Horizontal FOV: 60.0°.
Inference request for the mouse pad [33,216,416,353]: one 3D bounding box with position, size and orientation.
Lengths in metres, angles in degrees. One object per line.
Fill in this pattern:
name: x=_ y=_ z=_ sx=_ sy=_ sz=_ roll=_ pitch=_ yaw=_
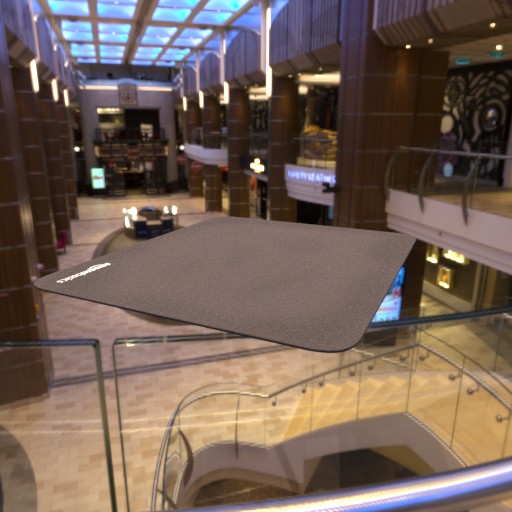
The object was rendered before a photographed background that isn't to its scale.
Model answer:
mouse pad: x=0.000 y=0.000 z=0.437 sx=0.269 sy=0.002 sz=0.315 roll=8 pitch=18 yaw=25
